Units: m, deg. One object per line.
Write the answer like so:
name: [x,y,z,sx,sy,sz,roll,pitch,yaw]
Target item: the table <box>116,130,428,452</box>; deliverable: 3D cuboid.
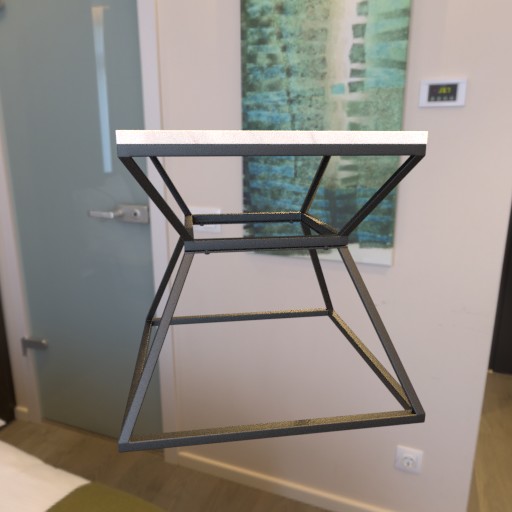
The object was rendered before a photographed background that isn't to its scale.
table: [0.000,0.000,0.810,0.455,0.431,0.455,-2,15,-8]
